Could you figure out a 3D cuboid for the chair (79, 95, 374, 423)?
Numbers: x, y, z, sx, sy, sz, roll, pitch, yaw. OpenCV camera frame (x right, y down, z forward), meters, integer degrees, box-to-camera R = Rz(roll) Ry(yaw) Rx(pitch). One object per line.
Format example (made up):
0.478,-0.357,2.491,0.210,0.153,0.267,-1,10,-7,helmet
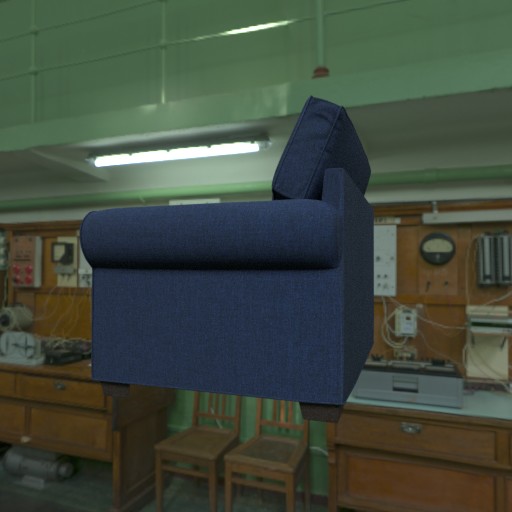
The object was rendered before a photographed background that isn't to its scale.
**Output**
0.000,0.000,2.017,0.963,1.044,1.285,0,-1,19,chair
